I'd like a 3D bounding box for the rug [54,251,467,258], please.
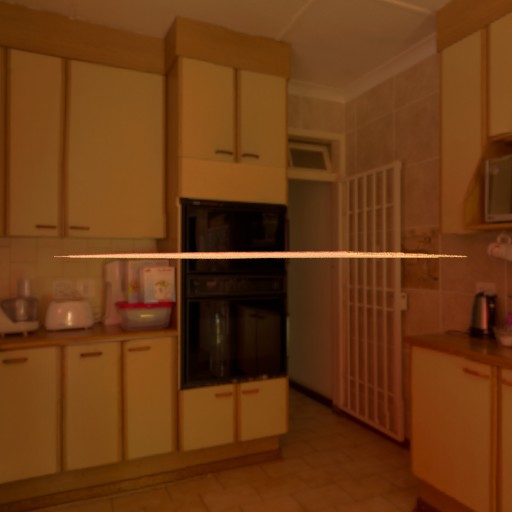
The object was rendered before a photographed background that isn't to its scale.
[{"bbox_3d":[0.000,0.000,3.136,2.465,0.023,1.619,0,-1,36],"label":"rug"}]
